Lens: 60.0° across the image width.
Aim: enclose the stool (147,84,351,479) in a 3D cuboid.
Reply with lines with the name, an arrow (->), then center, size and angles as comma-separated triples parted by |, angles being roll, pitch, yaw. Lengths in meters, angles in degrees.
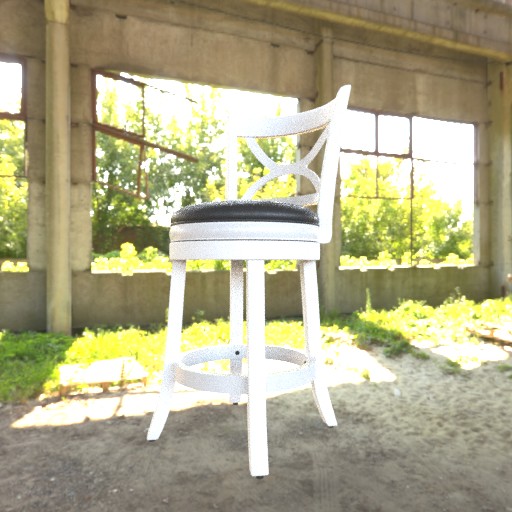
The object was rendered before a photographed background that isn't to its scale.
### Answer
stool -> 0.000, 0.000, 1.238 | 0.444, 0.953, 0.508 | 0, -1, 35
